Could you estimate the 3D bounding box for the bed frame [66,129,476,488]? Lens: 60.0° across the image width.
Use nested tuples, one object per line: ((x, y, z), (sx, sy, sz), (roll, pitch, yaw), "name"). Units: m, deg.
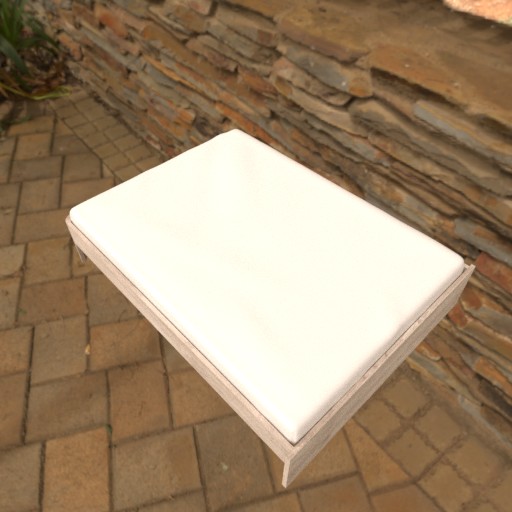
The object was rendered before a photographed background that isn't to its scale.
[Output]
((0.000, 0.000, 2.663), (1.490, 0.462, 1.950), (-35, 55, -28), "bed frame")
